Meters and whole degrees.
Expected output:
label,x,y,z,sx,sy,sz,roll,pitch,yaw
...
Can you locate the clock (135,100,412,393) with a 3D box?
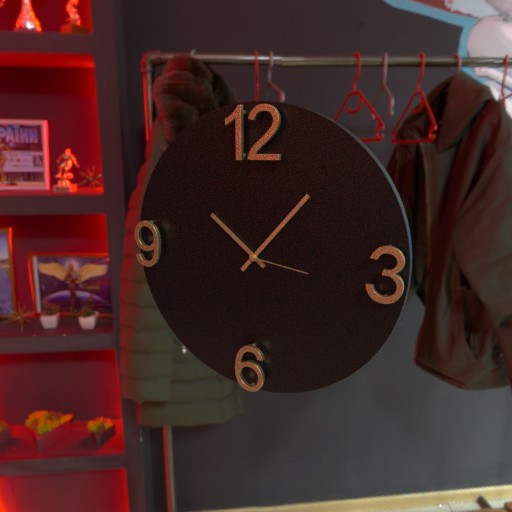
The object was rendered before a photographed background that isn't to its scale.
label,x,y,z,sx,sy,sz,roll,pitch,yaw
clock,0.000,0.000,0.683,0.454,0.454,0.038,7,15,26
